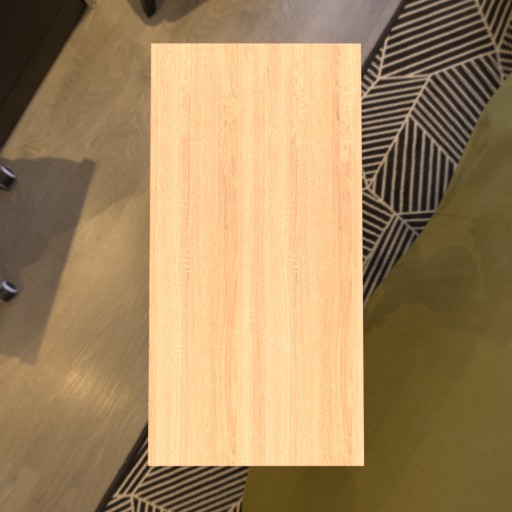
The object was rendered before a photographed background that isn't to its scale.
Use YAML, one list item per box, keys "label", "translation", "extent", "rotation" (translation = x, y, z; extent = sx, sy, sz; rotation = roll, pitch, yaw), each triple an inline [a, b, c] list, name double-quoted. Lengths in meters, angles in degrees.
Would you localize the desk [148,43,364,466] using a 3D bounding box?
- label: "desk"
  translation: [0.000, 0.000, 1.369]
  extent: [0.499, 0.660, 0.991]
  rotation: [0, 88, 0]
